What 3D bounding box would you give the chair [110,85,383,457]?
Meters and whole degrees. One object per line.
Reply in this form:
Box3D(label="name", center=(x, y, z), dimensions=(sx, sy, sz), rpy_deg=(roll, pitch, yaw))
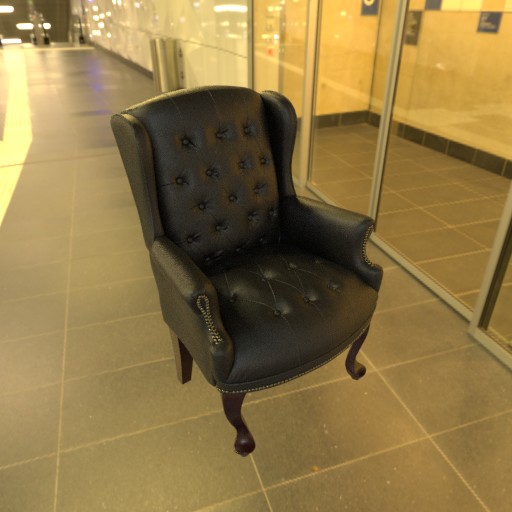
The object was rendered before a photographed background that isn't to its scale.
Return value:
Box3D(label="chair", center=(0.000, 0.000, 1.674), dimensions=(0.831, 1.133, 0.822), rpy_deg=(-21, 36, -32))
